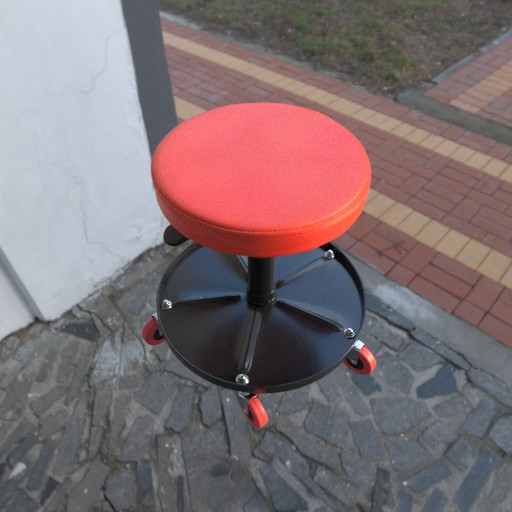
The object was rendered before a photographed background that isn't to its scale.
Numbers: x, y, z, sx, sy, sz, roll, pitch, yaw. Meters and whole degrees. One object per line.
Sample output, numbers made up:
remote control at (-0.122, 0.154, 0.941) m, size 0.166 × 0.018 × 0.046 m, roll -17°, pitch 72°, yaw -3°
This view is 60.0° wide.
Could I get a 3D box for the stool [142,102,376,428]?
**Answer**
stool at (0.000, 0.000, 0.678) m, size 0.382 × 0.365 × 0.381 m, roll -23°, pitch 51°, yaw -20°
